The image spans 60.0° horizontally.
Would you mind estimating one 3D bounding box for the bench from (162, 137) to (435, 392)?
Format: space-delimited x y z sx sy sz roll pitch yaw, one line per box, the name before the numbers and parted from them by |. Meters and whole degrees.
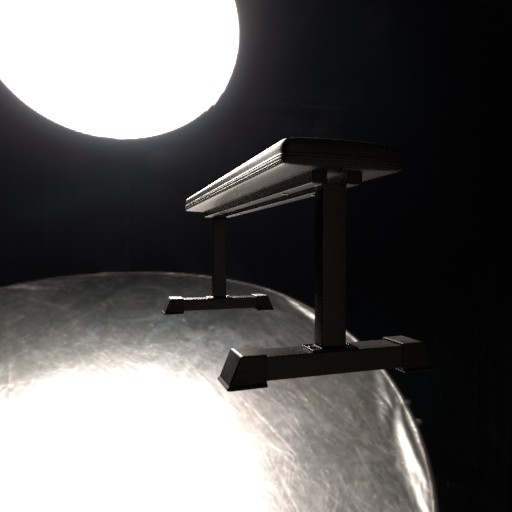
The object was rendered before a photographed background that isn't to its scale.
bench | 0.000 0.000 1.316 0.439 0.453 1.072 0 1 -18
